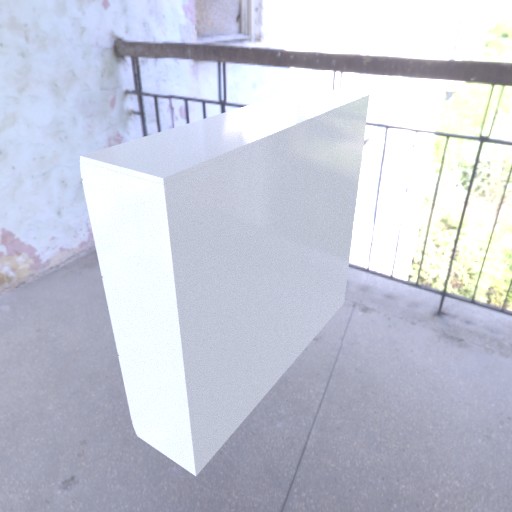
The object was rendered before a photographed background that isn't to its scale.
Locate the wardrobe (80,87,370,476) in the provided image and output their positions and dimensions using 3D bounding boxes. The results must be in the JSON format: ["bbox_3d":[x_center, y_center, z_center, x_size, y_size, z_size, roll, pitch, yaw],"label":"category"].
[{"bbox_3d":[0.000,0.000,1.952,0.360,1.200,1.340,19,35,29],"label":"wardrobe"}]
